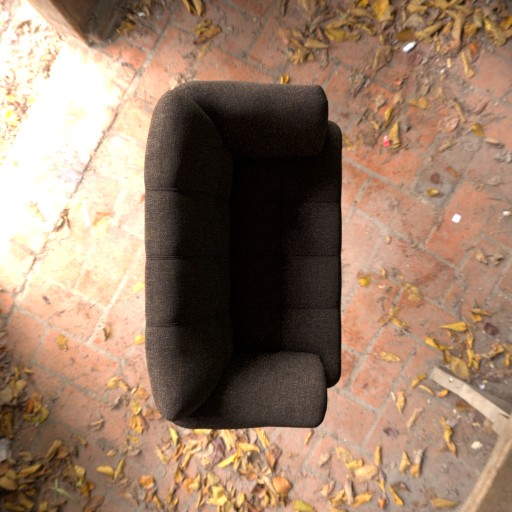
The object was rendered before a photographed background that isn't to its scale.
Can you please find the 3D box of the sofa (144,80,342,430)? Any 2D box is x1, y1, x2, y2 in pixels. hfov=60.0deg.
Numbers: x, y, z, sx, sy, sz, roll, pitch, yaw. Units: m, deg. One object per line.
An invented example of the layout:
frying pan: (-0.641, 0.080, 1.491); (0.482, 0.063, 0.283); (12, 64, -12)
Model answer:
sofa: (0.000, 0.000, 2.005); (0.799, 0.895, 1.404); (0, 91, 0)
